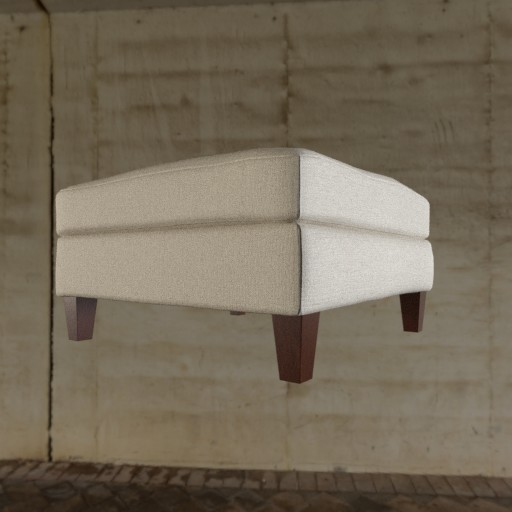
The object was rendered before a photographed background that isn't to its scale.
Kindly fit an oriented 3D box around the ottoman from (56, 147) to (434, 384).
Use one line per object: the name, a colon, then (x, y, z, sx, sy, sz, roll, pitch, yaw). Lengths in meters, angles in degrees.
ottoman: (0.000, 0.000, 1.341, 0.838, 0.478, 0.838, 0, -1, 36)
